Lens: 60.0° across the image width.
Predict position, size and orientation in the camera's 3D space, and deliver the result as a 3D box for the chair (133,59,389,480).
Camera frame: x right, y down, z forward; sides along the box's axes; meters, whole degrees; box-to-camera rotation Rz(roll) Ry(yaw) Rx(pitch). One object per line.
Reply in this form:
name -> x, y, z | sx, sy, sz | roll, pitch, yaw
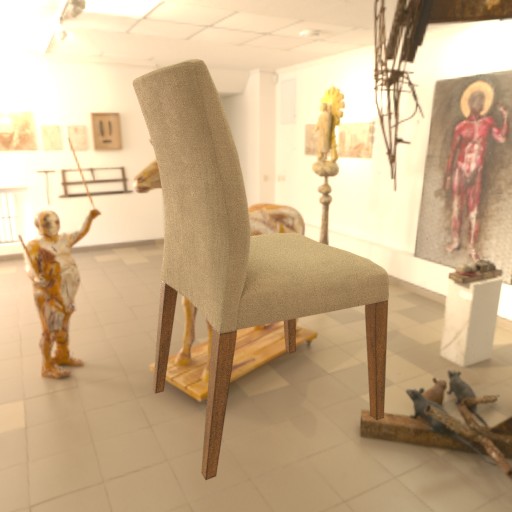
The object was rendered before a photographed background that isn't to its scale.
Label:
chair -> 0.000, 0.000, 1.252 | 0.585, 0.940, 0.496 | -8, 17, -27
